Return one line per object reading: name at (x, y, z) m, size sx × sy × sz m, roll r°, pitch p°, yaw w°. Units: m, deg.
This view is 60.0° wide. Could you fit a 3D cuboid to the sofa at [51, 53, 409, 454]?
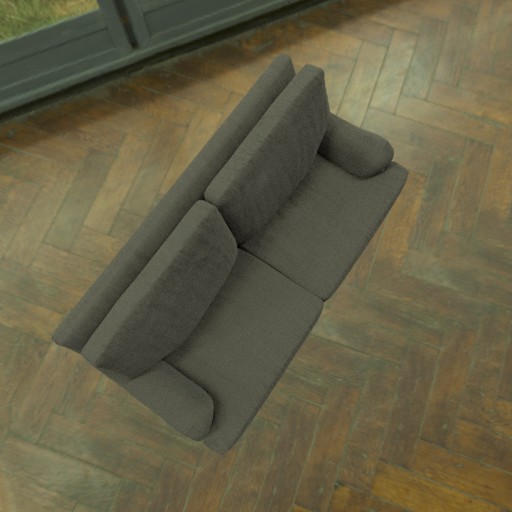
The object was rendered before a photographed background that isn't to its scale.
sofa at (0.000, 0.000, 2.790) m, size 1.086 × 1.087 × 2.165 m, roll 34°, pitch 77°, yaw 9°
